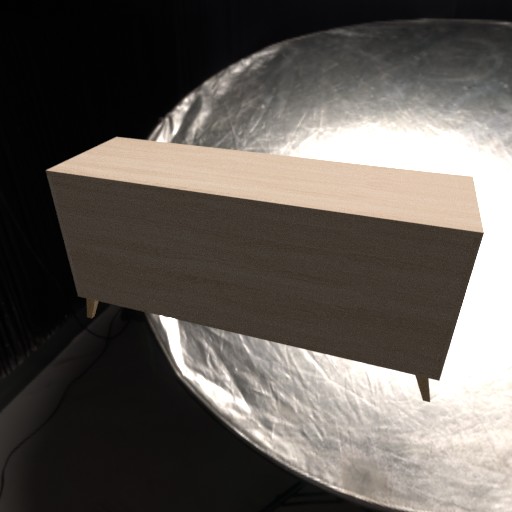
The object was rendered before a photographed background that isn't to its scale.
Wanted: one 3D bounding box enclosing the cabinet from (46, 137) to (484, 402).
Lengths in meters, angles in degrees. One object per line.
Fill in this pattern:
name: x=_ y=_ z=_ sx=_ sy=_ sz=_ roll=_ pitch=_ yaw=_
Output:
cabinet: x=0.000 y=0.000 z=1.989 sx=1.649 sy=0.780 sz=0.500 roll=10 pitch=33 yaw=16
